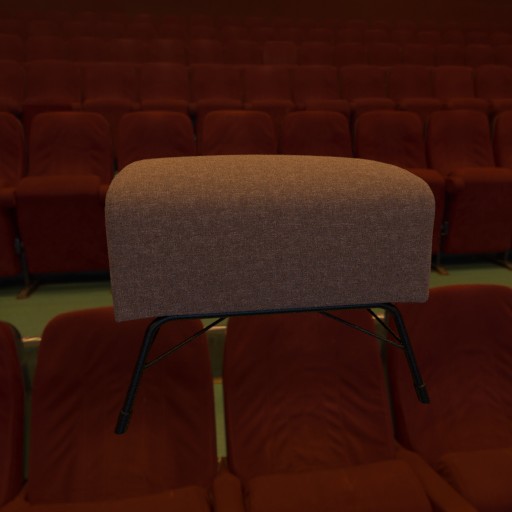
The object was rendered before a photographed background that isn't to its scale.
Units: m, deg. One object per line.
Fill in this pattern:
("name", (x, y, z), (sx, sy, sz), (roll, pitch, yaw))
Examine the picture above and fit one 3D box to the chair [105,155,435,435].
("chair", (0.000, 0.000, 0.923), (0.530, 0.410, 0.530), (-2, 15, -9))
